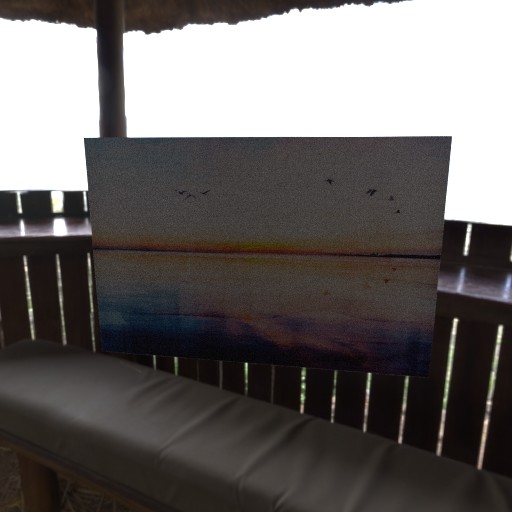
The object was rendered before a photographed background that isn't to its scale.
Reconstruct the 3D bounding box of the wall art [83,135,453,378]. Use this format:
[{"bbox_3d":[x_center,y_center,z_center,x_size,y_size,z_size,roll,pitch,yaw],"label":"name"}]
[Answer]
[{"bbox_3d":[0.000,0.000,1.454,1.137,0.756,0.034,2,14,10],"label":"wall art"}]
